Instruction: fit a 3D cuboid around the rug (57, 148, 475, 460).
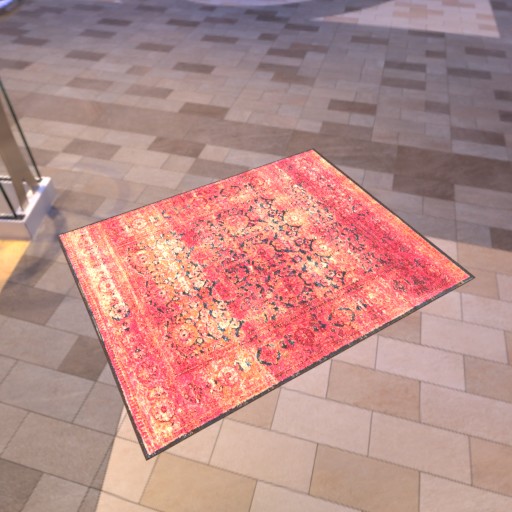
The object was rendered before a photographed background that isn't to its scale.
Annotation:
[{"bbox_3d":[0.000,0.000,4.057,3.032,0.020,2.411,-23,50,-21],"label":"rug"}]
